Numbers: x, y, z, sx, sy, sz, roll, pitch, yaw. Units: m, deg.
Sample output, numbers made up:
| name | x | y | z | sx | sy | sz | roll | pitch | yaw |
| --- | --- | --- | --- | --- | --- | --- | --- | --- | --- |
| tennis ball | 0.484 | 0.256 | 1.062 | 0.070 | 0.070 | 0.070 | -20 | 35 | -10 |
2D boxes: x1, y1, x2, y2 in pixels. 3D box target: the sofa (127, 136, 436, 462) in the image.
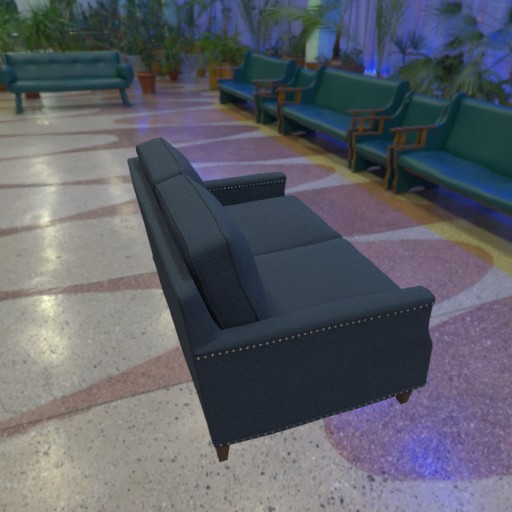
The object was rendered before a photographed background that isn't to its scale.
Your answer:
| name | x | y | z | sx | sy | sz | roll | pitch | yaw |
| --- | --- | --- | --- | --- | --- | --- | --- | --- | --- |
| sofa | 0.000 | 0.000 | 2.303 | 1.084 | 1.003 | 1.597 | -10 | 31 | -17 |
